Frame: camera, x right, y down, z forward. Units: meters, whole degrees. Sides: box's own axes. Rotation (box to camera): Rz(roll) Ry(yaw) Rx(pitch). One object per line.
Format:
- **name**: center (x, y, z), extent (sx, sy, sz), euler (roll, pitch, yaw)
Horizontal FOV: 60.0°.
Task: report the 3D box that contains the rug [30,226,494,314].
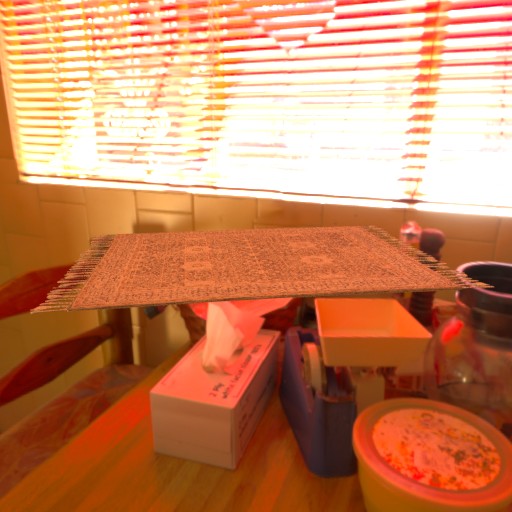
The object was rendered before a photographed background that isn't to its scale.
- **rug**: center (0.000, 0.000, 3.063), extent (2.465, 0.023, 1.619), euler (-2, 17, -8)
